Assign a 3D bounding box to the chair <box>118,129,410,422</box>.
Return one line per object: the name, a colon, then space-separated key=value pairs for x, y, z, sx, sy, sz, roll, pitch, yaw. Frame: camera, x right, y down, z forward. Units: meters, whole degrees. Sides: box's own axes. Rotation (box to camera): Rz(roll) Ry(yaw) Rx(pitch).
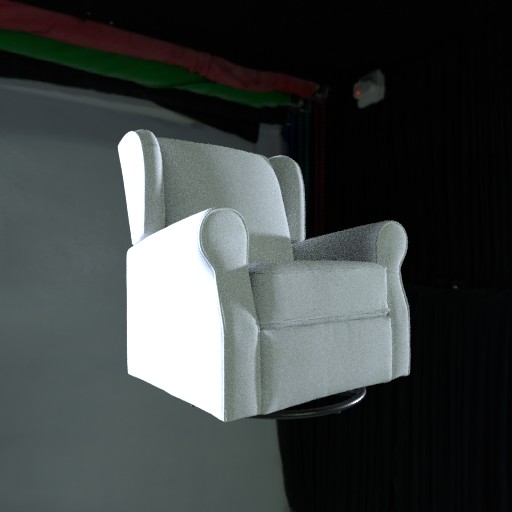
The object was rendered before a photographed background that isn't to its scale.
chair: x=0.000 y=0.000 z=1.695 sx=0.906 sy=0.967 sz=0.854 roll=0 pitch=-1 yaw=-37
